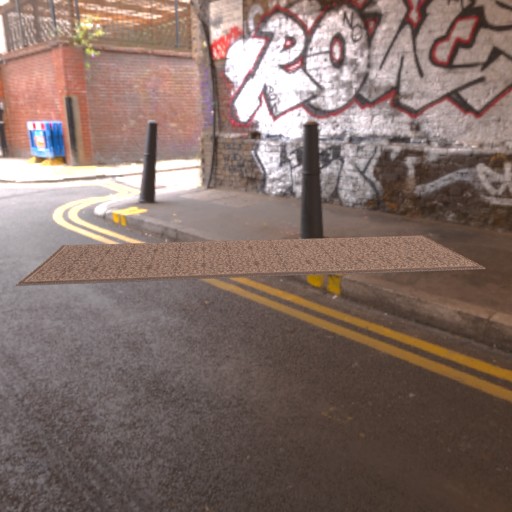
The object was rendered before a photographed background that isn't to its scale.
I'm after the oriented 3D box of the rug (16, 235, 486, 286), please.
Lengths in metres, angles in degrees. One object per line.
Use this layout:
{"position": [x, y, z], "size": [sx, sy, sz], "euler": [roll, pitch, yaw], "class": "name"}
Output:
{"position": [0.000, 0.000, 2.372], "size": [2.196, 0.011, 0.662], "euler": [-2, 17, -6], "class": "rug"}
